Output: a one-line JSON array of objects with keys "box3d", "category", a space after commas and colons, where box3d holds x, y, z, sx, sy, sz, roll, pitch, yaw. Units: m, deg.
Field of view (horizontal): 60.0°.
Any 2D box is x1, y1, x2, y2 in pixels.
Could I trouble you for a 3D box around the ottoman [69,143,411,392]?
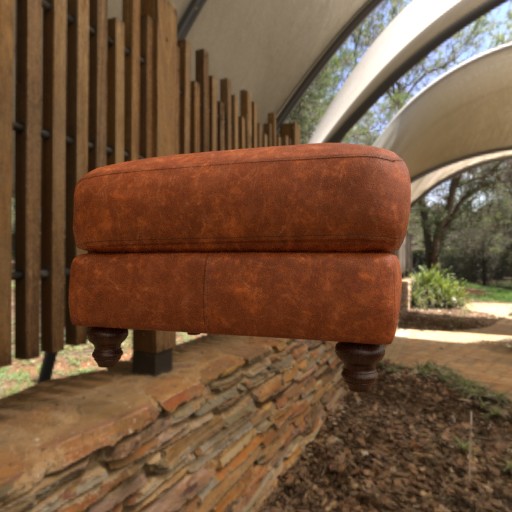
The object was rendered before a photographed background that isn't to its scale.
[{"box3d": [0.000, 0.000, 1.267, 0.832, 0.562, 0.657, 0, 0, 19], "category": "ottoman"}]
